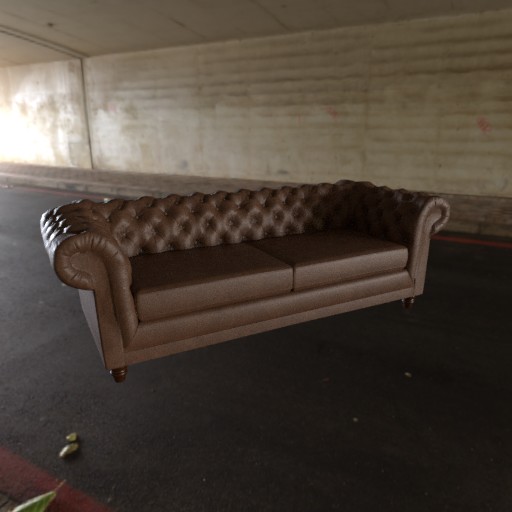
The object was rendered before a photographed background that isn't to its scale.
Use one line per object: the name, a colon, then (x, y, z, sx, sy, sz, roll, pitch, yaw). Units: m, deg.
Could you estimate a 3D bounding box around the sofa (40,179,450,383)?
sofa: (0.000, 0.000, 2.802, 2.385, 0.783, 0.944, -9, 19, -27)
